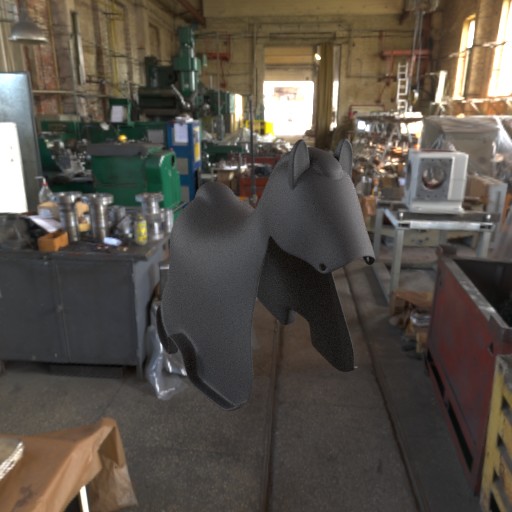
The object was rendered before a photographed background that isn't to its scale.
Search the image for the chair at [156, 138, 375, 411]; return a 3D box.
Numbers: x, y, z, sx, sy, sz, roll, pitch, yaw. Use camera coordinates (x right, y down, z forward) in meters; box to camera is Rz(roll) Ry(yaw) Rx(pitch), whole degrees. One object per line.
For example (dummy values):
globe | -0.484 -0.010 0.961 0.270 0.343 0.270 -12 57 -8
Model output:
chair | 0.000 0.000 1.150 0.429 0.612 0.800 -9 20 -27
